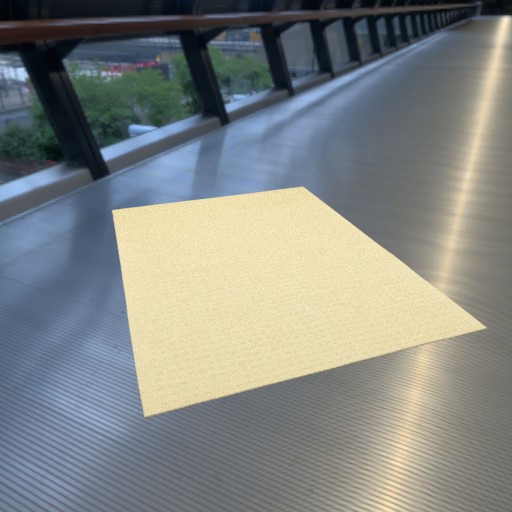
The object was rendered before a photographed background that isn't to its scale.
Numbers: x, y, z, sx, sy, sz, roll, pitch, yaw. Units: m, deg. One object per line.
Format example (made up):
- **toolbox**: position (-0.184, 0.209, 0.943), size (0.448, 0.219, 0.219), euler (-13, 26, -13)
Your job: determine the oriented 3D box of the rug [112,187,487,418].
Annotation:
- **rug**: position (0.000, 0.000, 4.176), size (2.452, 0.016, 3.204), euler (-9, 30, -17)
